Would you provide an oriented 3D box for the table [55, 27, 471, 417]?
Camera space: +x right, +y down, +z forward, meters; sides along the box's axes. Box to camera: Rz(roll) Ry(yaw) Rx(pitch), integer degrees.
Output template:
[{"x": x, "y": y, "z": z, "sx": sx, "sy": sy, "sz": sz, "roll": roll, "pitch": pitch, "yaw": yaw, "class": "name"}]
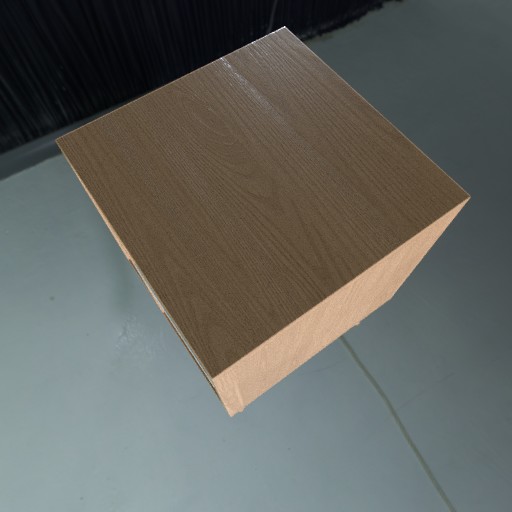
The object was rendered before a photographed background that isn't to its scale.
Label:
[{"x": 0.000, "y": 0.000, "z": 0.842, "sx": 0.400, "sy": 0.550, "sz": 0.400, "roll": -33, "pitch": 69, "yaw": -15, "class": "table"}]
